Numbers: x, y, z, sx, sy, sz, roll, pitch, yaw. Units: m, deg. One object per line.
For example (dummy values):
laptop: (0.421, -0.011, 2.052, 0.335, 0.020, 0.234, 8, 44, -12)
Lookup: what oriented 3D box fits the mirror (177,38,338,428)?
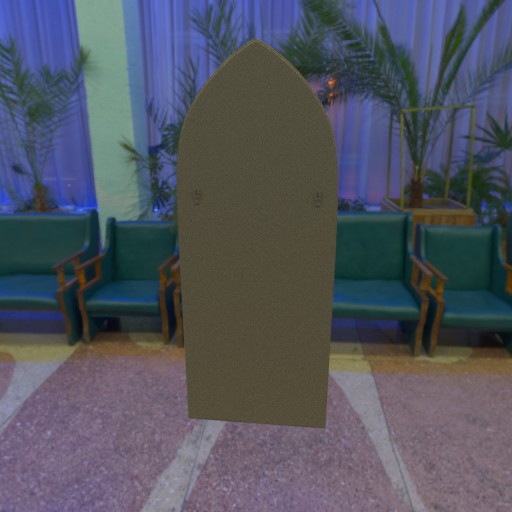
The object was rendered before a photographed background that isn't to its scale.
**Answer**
mirror: (0.000, 0.000, 1.317, 0.464, 1.175, 0.025, 2, 18, 6)
